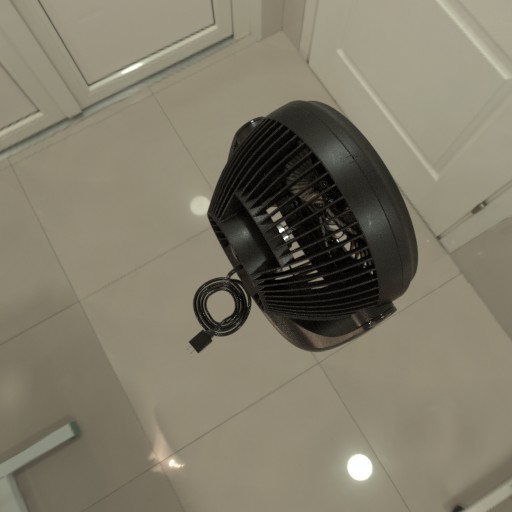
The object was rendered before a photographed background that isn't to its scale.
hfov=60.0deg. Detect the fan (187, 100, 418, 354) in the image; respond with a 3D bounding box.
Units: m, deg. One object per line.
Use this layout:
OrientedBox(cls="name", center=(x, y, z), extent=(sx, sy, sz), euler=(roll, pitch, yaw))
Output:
OrientedBox(cls="fan", center=(0.000, 0.000, 0.489), extent=(0.256, 0.277, 0.273), euler=(-30, 77, -8))
